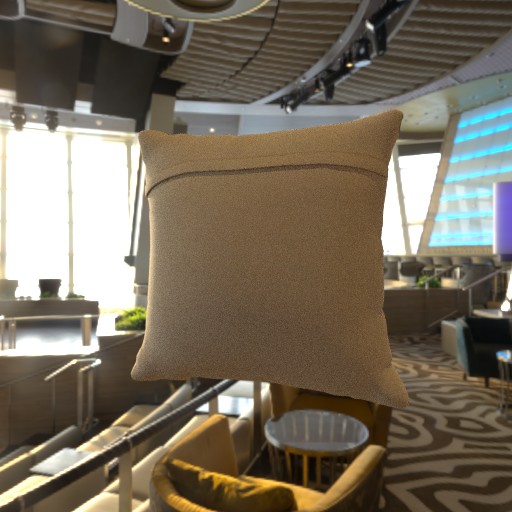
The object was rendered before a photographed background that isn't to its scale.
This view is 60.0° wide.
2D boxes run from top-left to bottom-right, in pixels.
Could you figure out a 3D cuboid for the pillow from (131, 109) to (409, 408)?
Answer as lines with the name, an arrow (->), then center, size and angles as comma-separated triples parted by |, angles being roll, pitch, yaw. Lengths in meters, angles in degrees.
pillow -> 0.000, 0.000, 0.819 | 0.536, 0.506, 0.229 | 0, 0, 19
